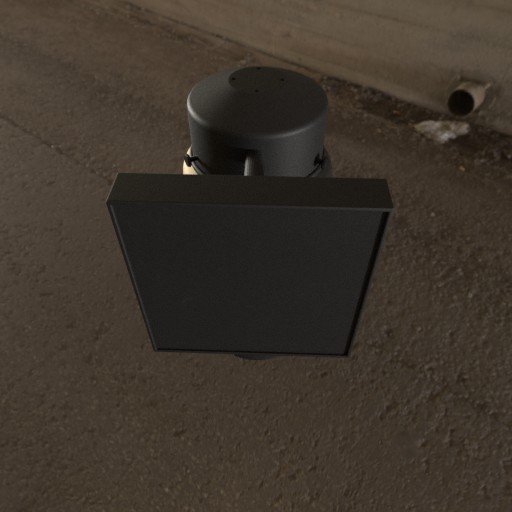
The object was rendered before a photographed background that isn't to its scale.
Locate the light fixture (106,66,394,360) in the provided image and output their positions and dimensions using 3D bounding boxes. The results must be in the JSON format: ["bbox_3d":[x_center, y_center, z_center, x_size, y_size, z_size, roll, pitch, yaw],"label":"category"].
[{"bbox_3d":[0.000,0.000,0.351,0.130,0.257,0.176,2,47,1],"label":"light fixture"}]
